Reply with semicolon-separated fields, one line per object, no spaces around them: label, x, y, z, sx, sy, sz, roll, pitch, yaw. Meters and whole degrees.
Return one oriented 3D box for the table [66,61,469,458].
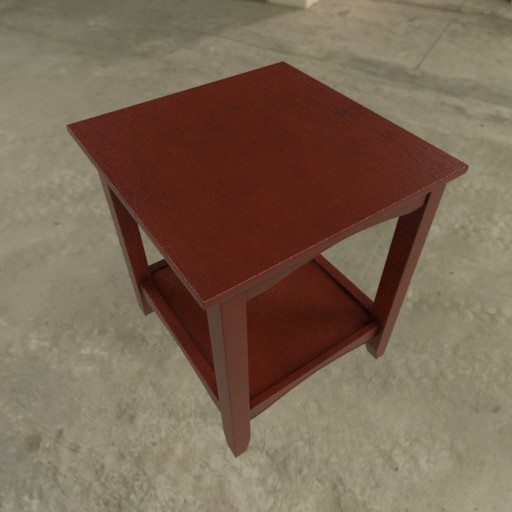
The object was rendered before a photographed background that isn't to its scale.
table;0.000;0.000;0.967;0.522;0.558;0.523;-24;51;-22
